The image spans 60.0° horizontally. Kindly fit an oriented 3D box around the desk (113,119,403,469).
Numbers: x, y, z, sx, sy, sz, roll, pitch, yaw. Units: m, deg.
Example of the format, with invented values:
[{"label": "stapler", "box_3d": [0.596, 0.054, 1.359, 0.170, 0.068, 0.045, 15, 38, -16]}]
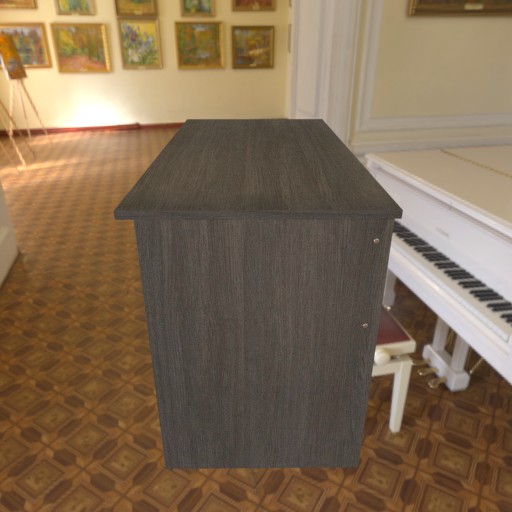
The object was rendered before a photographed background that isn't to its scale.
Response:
[{"label": "desk", "box_3d": [0.000, 0.000, 1.508, 0.560, 0.730, 1.096, 0, 26, 0]}]
